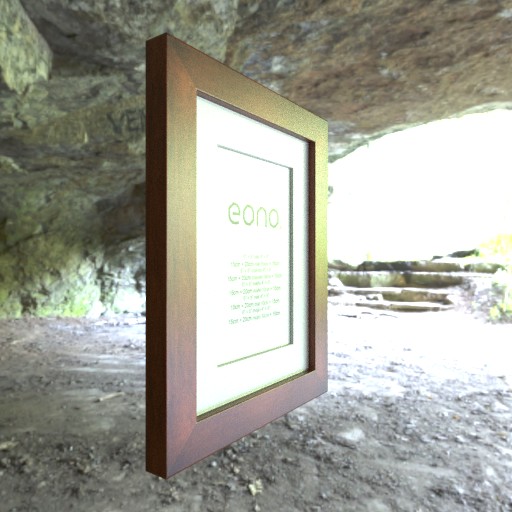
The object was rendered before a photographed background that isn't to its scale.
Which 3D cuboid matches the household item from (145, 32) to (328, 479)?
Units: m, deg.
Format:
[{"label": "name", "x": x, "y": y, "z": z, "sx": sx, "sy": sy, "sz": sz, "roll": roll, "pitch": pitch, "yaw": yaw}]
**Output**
[{"label": "household item", "x": 0.000, "y": 0.000, "z": 0.335, "sx": 0.020, "sy": 0.250, "sz": 0.200, "roll": 0, "pitch": 0, "yaw": 36}]
